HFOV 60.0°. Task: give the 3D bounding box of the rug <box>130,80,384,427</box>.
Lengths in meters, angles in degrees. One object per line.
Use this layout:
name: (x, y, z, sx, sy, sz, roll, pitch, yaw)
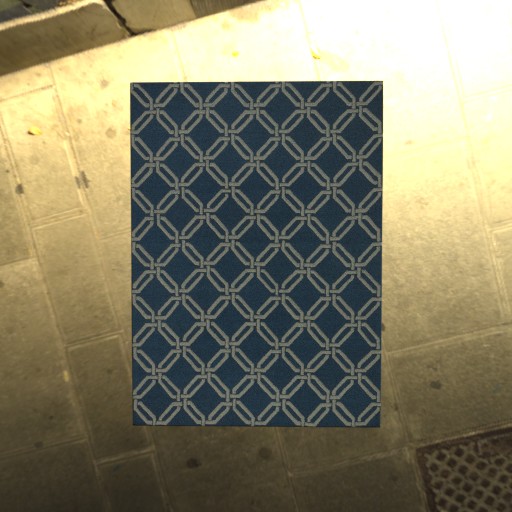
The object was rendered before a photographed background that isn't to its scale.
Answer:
rug: (0.000, 0.000, 4.291, 2.432, 0.018, 3.342, 0, 92, 1)
